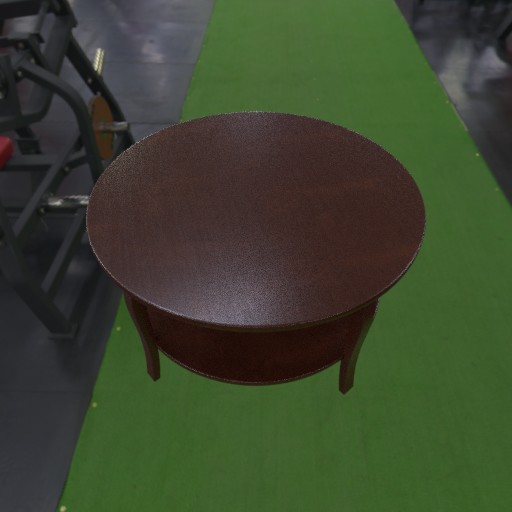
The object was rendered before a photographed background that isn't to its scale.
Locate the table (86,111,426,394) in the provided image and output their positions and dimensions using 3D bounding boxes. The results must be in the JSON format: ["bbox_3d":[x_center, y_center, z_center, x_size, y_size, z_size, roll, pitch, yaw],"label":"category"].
[{"bbox_3d":[0.000,0.000,1.409,0.911,0.512,0.911,0,46,0],"label":"table"}]
